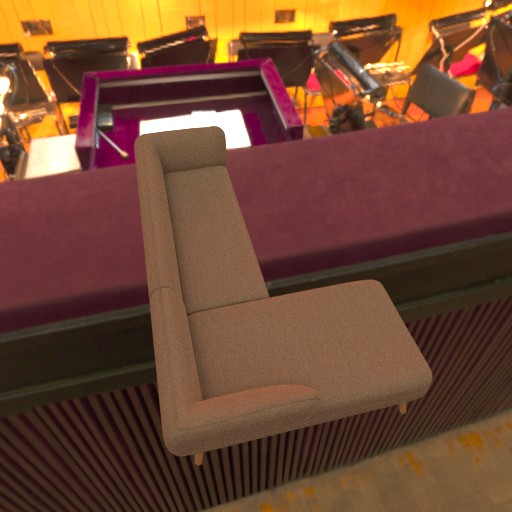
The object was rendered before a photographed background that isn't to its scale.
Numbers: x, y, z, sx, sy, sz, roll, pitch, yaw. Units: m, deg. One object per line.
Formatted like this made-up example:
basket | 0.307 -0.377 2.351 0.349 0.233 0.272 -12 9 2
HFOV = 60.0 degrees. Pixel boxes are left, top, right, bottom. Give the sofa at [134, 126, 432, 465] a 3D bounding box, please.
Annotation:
sofa | 0.000 0.000 3.250 1.532 0.693 2.653 -10 47 -9
